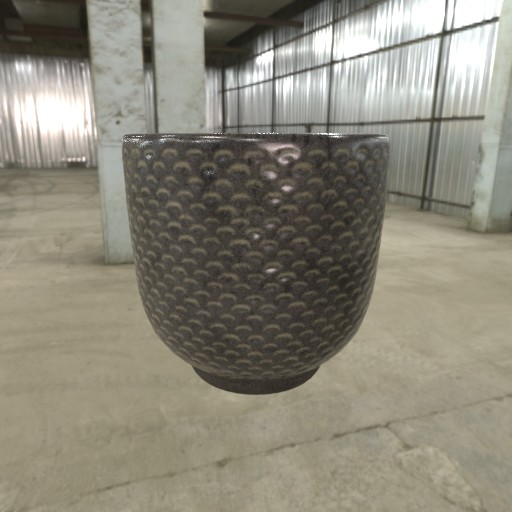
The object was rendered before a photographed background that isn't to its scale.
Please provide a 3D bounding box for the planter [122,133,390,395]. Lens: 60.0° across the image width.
[{"bbox_3d":[0.000,0.000,0.360,0.197,0.191,0.197,0,15,0],"label":"planter"}]
